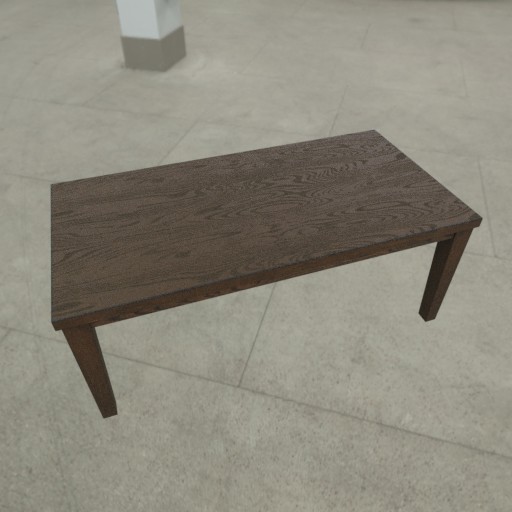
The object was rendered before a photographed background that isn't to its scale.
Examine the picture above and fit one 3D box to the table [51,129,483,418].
[{"bbox_3d":[0.000,0.000,2.514,1.981,0.762,1.016,-13,43,-14],"label":"table"}]
